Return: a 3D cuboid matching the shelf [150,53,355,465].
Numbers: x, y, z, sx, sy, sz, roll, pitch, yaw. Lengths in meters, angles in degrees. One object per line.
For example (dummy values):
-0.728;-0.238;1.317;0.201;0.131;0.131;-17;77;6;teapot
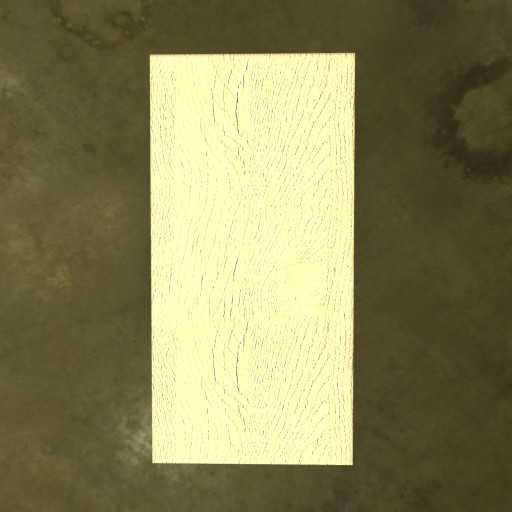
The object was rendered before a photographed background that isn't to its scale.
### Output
0.000;0.000;1.247;0.390;0.786;0.790;0;92;1;shelf
